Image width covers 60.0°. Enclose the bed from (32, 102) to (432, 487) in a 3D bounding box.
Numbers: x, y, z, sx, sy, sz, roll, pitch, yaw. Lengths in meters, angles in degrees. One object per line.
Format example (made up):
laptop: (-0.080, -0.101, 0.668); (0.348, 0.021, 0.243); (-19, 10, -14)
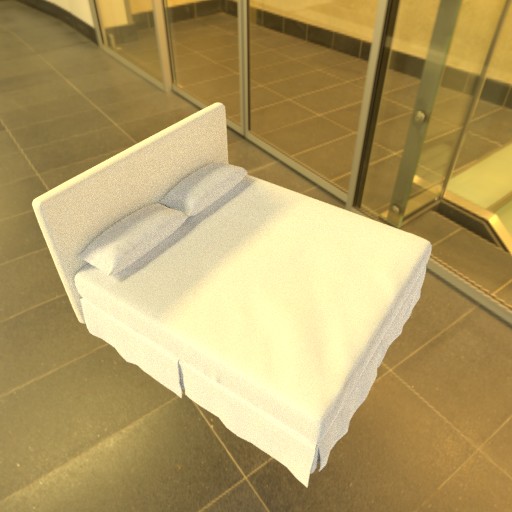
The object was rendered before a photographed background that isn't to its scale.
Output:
bed: (0.000, 0.000, 3.520); (2.341, 1.317, 2.119); (24, 47, 25)
